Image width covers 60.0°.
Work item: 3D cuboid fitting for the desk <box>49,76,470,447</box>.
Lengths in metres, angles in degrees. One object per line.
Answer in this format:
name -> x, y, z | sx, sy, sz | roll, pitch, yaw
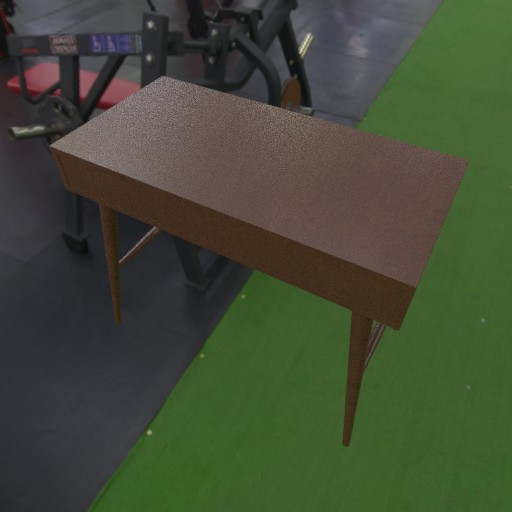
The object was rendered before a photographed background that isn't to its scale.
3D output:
desk -> 0.000, 0.000, 1.390 | 0.949, 0.758, 0.510 | 22, 50, 20
